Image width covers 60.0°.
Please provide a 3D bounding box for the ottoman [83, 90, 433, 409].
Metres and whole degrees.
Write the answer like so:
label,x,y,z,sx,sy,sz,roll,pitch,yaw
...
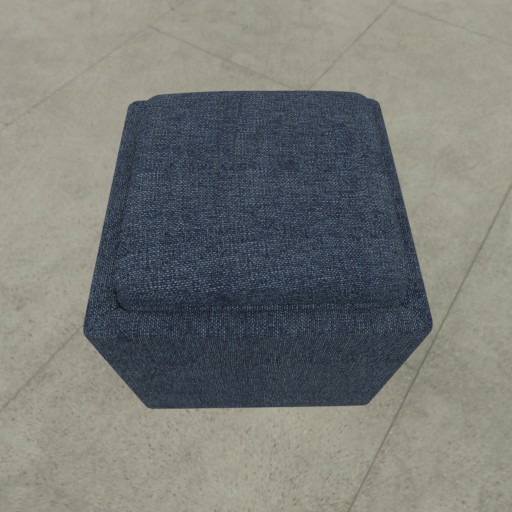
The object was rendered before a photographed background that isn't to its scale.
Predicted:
label,x,y,z,sx,sy,sz,roll,pitch,yaw
ottoman,0.000,0.000,0.817,0.450,0.460,0.450,-1,58,0
